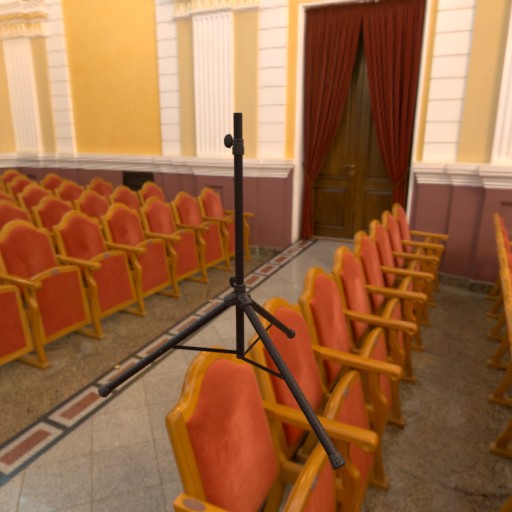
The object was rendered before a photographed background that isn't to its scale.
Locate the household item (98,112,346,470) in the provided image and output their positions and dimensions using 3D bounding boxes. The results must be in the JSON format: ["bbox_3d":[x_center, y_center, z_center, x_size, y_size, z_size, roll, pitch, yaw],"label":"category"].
[{"bbox_3d":[0.000,0.000,1.864,1.045,1.136,0.907,8,17,25],"label":"household item"}]
